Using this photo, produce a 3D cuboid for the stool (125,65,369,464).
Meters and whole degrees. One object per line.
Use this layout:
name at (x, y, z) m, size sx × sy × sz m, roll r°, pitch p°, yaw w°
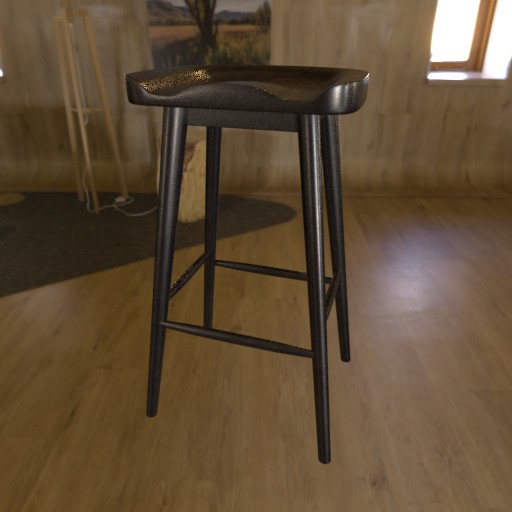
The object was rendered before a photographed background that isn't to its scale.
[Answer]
stool at (0.000, 0.000, 0.970) m, size 0.440 × 0.749 × 0.361 m, roll 8°, pitch 28°, yaw 16°
